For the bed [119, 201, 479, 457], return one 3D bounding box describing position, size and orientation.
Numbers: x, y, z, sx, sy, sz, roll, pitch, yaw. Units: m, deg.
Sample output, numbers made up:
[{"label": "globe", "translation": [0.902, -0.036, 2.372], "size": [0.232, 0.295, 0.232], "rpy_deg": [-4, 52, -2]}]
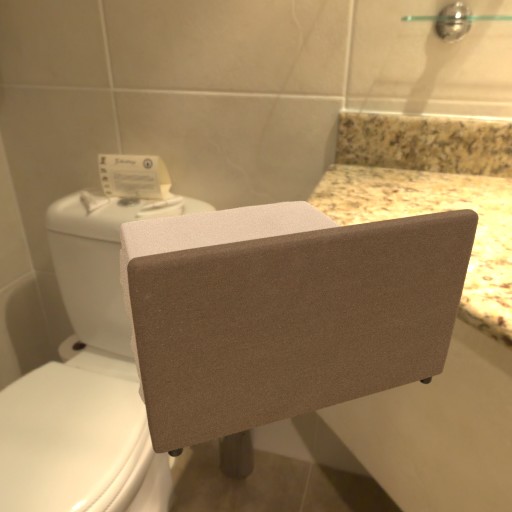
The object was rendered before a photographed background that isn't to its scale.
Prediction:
[{"label": "bed", "translation": [0.000, 0.000, 3.569], "size": [2.119, 1.317, 2.341], "rpy_deg": [-9, 27, -18]}]
